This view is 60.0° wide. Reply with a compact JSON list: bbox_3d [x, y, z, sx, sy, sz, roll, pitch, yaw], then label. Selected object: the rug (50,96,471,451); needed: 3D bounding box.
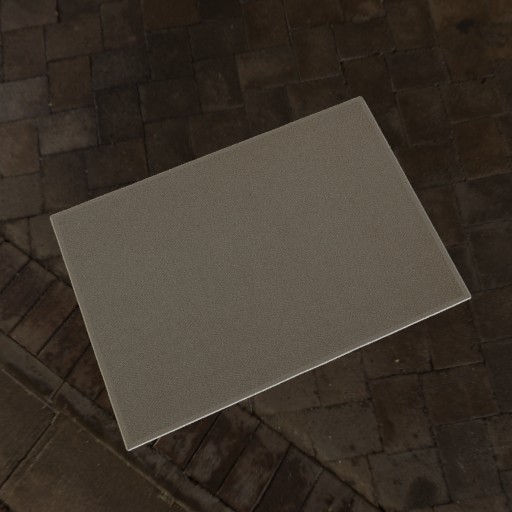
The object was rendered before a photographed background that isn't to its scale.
[{"bbox_3d":[0.000,0.000,2.794,2.244,0.017,1.532,-22,77,-5],"label":"rug"}]
